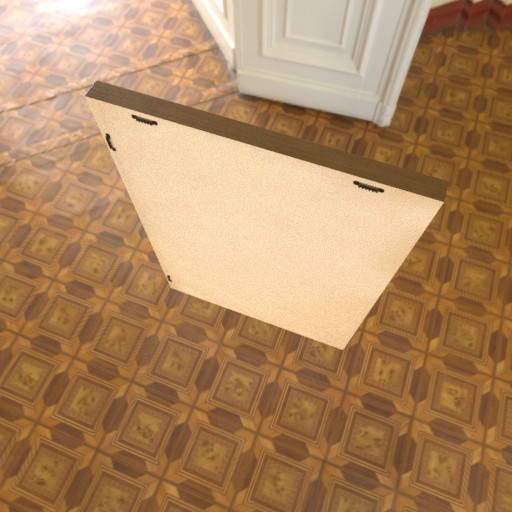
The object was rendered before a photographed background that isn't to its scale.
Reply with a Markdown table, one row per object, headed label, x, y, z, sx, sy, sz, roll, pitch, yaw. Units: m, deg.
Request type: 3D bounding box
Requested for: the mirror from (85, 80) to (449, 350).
| label | x | y | z | sx | sy | sz | roll | pitch | yaw |
| --- | --- | --- | --- | --- | --- | --- | --- | --- | --- |
| mirror | 0.000 | 0.000 | 0.910 | 0.508 | 0.711 | 0.039 | 19 | 65 | 9 |
